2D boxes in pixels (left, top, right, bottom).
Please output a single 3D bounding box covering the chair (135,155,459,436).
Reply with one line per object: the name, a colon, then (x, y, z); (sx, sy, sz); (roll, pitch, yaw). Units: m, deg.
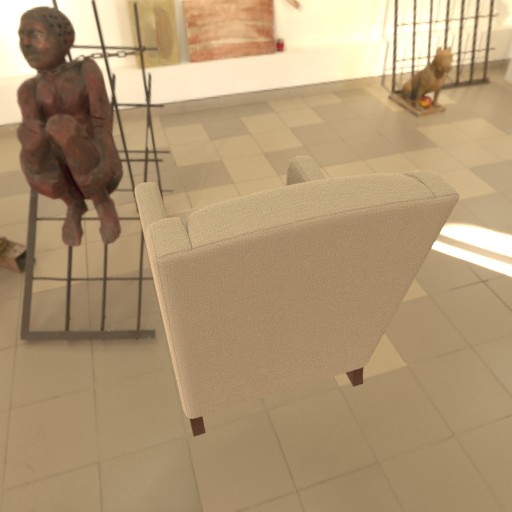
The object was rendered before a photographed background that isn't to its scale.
chair: (0.000, 0.000, 1.561); (0.715, 1.017, 0.896); (-13, 44, -14)
